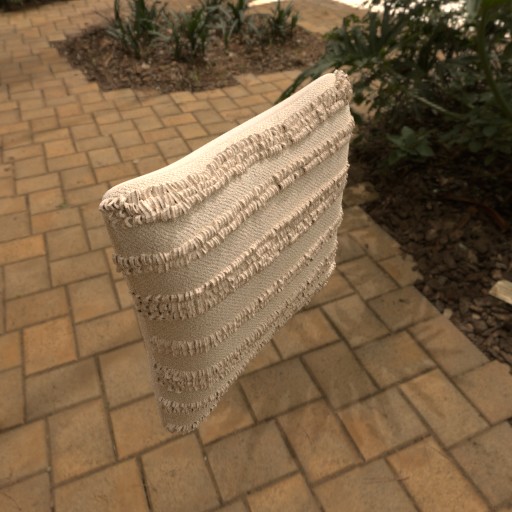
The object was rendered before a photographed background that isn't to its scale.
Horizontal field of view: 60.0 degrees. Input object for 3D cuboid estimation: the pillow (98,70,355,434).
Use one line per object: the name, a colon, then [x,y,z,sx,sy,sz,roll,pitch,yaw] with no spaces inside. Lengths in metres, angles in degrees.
pillow: [0.000,0.000,0.648,0.145,0.427,0.437,27,48,27]
